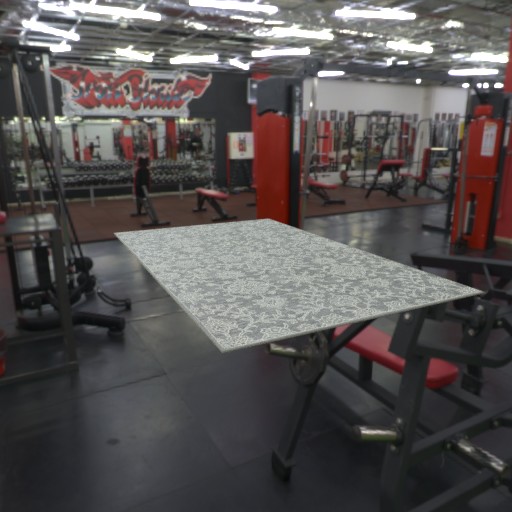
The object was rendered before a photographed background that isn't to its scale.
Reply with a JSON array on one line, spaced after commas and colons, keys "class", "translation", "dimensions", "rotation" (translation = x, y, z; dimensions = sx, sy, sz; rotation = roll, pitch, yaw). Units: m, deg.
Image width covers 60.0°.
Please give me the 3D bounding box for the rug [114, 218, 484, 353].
[{"class": "rug", "translation": [0.000, 0.000, 3.092], "dimensions": [1.515, 0.010, 2.430], "rotation": [-8, 17, -26]}]
